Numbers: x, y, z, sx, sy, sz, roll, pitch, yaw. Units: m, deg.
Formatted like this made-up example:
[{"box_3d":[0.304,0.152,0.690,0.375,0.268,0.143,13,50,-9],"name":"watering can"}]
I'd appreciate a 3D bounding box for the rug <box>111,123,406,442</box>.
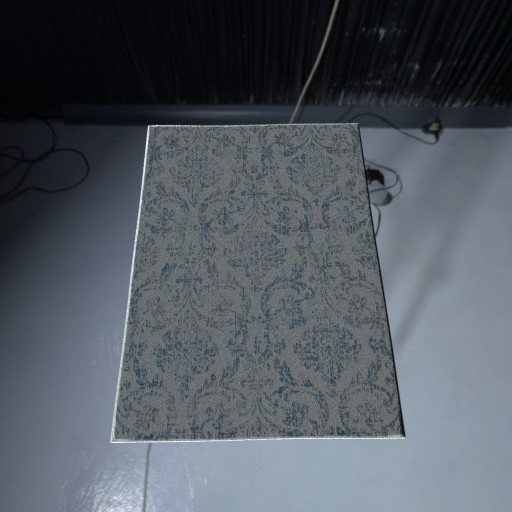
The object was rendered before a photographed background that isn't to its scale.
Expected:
[{"box_3d":[0.000,0.000,2.855,1.586,0.014,2.197,-1,64,0],"name":"rug"}]
